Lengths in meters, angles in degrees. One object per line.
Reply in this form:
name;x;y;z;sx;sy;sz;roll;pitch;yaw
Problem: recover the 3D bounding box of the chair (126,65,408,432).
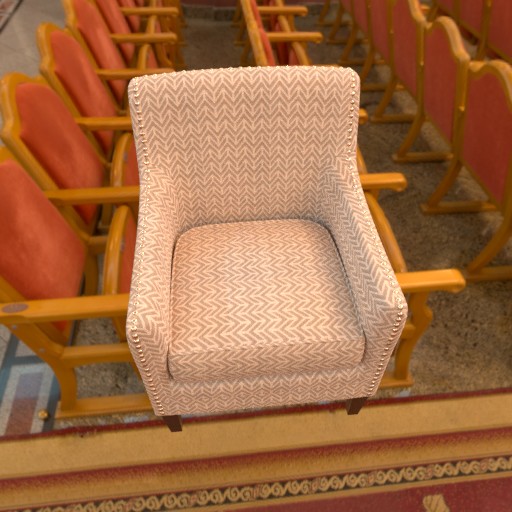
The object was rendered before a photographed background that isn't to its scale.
chair;0.000;0.000;1.254;0.623;0.816;0.651;-4;46;-4
